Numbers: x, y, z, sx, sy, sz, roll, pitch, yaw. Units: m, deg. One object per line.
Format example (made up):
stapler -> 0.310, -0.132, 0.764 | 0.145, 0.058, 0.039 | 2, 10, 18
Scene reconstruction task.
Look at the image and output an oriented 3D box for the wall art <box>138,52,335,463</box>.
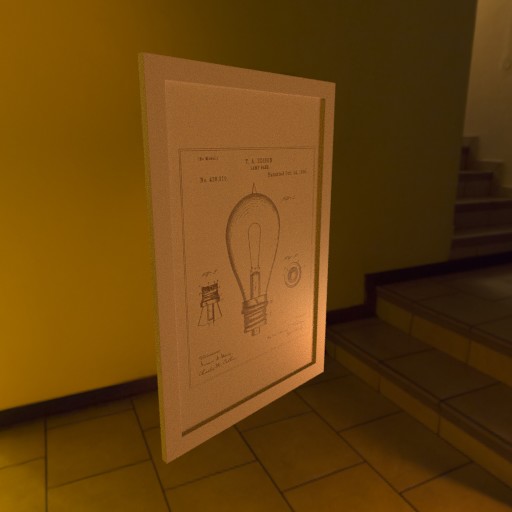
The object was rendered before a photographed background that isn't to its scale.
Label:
wall art -> 0.000, 0.000, 0.609 | 0.010, 0.474, 0.325 | 14, 20, 43
